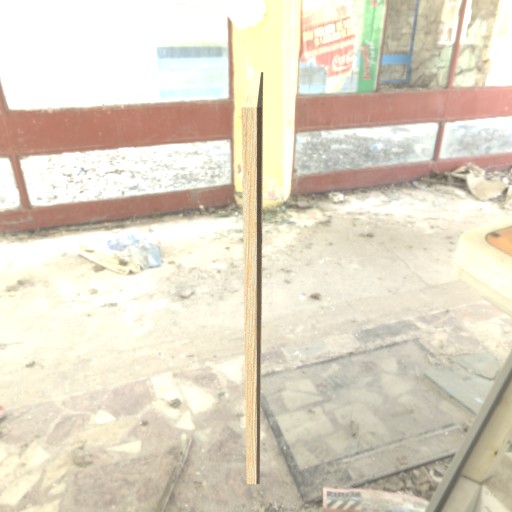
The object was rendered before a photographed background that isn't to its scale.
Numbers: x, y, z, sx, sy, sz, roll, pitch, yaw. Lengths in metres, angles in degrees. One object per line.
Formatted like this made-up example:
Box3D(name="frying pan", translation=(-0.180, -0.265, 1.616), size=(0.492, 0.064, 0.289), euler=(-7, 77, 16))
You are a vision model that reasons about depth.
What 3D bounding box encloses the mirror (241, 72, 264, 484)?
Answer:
Box3D(name="mirror", translation=(0.000, 0.000, 1.213), size=(0.032, 0.882, 0.730), euler=(0, 27, 1))
